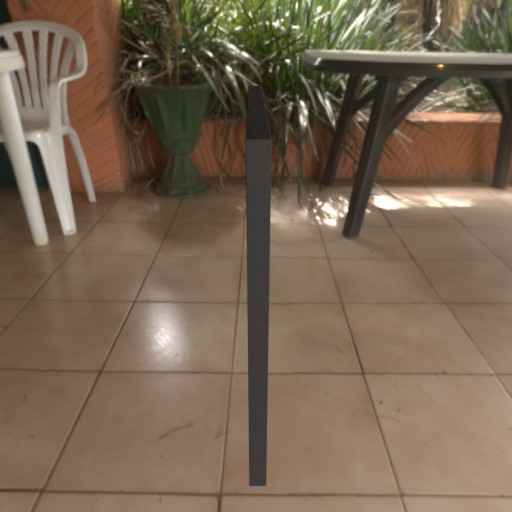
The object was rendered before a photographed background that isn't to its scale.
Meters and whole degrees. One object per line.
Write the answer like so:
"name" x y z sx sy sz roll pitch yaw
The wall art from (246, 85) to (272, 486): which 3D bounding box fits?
"wall art" 0.000 0.000 0.463 0.015 0.304 0.306 0 27 -1
